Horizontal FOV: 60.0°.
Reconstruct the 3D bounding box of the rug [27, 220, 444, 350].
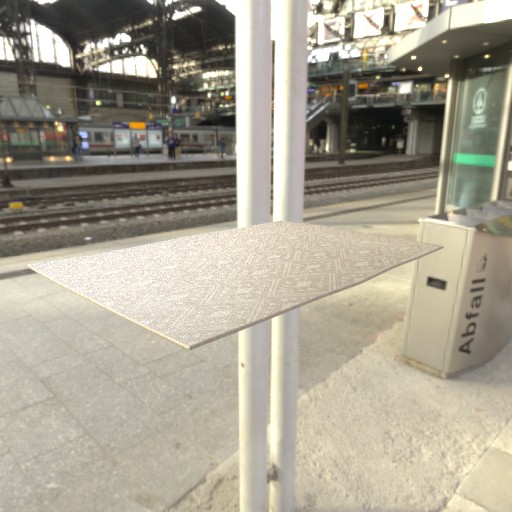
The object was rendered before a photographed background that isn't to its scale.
[{"bbox_3d":[0.000,0.000,2.316,1.252,0.034,1.829,13,20,42],"label":"rug"}]
